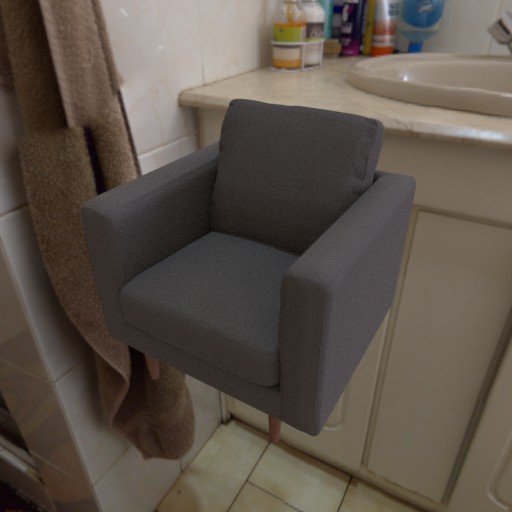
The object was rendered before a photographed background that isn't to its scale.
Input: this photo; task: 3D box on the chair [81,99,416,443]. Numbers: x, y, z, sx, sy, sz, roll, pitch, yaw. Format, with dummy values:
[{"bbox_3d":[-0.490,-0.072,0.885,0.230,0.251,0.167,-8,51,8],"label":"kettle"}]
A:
[{"bbox_3d":[0.000,0.000,1.564,0.854,0.927,0.800,18,36,26],"label":"chair"}]
